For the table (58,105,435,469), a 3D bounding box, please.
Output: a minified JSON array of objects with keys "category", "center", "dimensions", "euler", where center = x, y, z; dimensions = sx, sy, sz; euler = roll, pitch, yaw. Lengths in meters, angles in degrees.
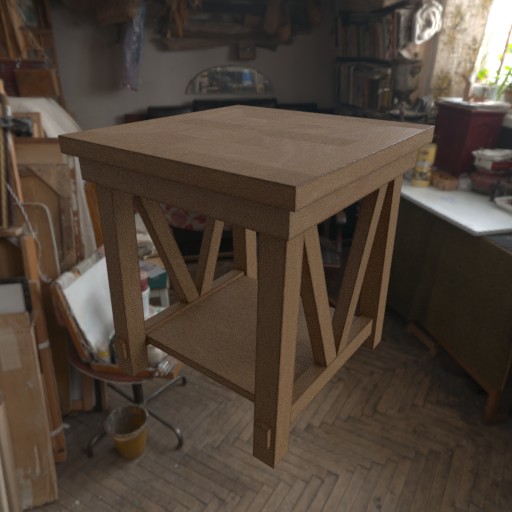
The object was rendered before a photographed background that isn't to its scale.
[{"category":"table","center":[0.000,0.000,1.149],"dimensions":[0.610,0.638,0.612],"euler":[19,32,33]}]
